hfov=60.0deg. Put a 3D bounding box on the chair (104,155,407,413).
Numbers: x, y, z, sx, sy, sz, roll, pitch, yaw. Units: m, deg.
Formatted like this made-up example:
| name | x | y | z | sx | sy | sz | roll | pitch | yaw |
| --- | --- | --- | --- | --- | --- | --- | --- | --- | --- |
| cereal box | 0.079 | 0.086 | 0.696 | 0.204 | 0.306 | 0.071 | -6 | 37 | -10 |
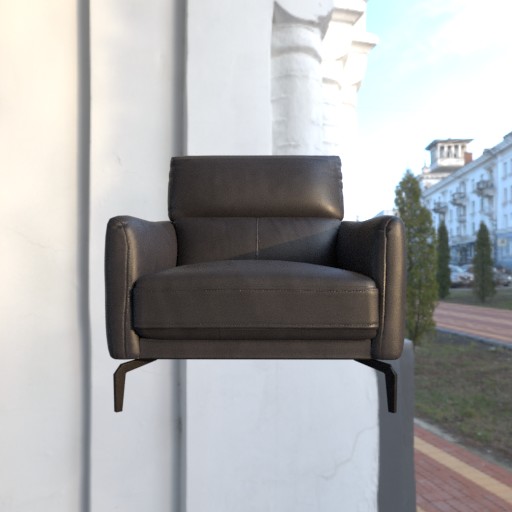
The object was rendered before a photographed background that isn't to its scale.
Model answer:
| name | x | y | z | sx | sy | sz | roll | pitch | yaw |
| --- | --- | --- | --- | --- | --- | --- | --- | --- | --- |
| chair | 0.000 | 0.000 | 1.705 | 0.976 | 0.949 | 0.809 | 0 | -1 | 0 |
